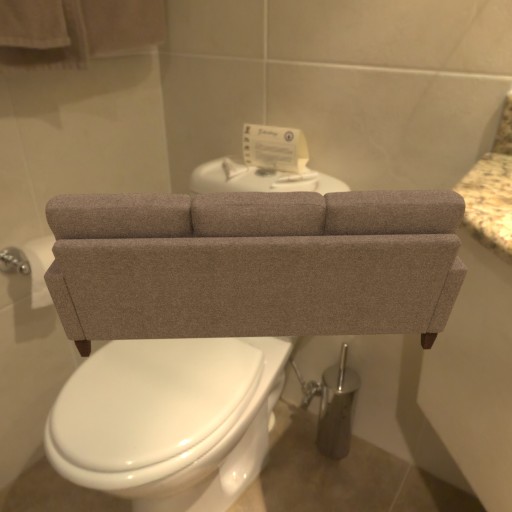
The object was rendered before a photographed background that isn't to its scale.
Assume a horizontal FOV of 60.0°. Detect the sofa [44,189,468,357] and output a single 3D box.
[{"bbox_3d":[0.000,0.000,2.603,2.115,0.984,0.888,-1,29,-2],"label":"sofa"}]
